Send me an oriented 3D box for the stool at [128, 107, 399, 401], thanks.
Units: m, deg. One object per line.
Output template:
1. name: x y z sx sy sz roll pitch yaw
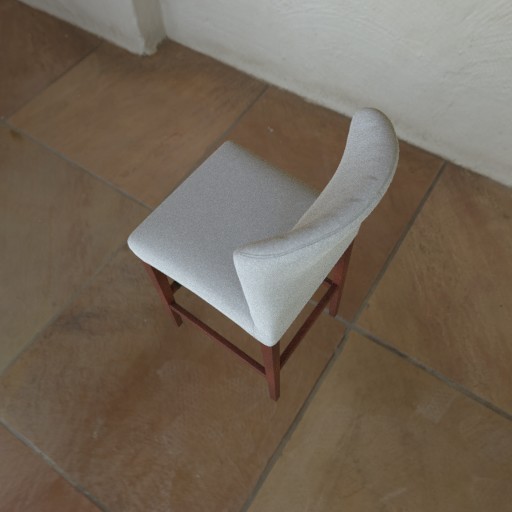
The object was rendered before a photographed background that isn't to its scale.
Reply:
1. stool: 0.000 0.000 1.351 0.568 1.069 0.479 33 66 17
